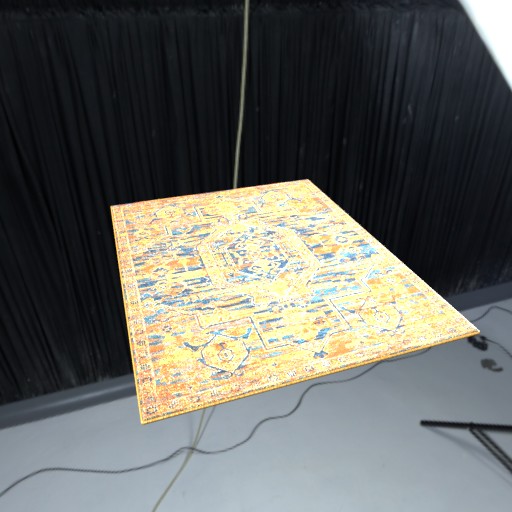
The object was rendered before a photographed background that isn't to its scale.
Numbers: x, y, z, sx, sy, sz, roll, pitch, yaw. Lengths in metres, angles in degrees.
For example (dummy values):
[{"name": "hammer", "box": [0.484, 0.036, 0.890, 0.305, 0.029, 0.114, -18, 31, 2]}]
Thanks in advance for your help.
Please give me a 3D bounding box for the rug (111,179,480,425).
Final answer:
[{"name": "rug", "box": [0.000, 0.000, 4.116, 2.435, 0.031, 3.040, -10, 34, -16]}]
